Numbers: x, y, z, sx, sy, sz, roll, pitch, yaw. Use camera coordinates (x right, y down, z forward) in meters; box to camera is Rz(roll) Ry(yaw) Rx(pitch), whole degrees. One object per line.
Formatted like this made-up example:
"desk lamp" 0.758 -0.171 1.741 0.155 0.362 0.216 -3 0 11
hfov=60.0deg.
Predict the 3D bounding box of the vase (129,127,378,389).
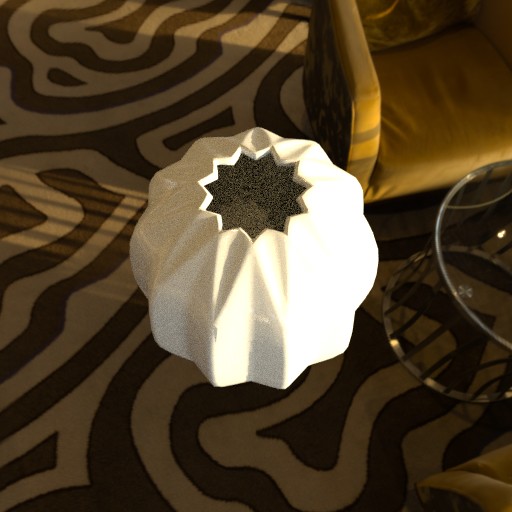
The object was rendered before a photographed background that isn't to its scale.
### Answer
"vase" 0.000 0.000 0.251 0.139 0.134 0.139 0 64 0
